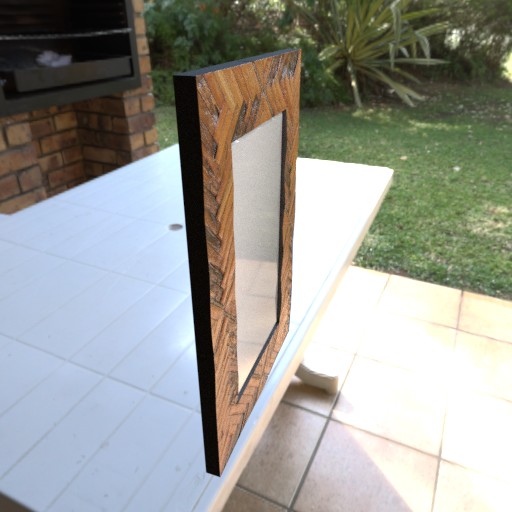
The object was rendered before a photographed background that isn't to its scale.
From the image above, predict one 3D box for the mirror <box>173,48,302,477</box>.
[{"bbox_3d":[0.000,0.000,1.117,0.044,0.912,0.606,10,30,17],"label":"mirror"}]
